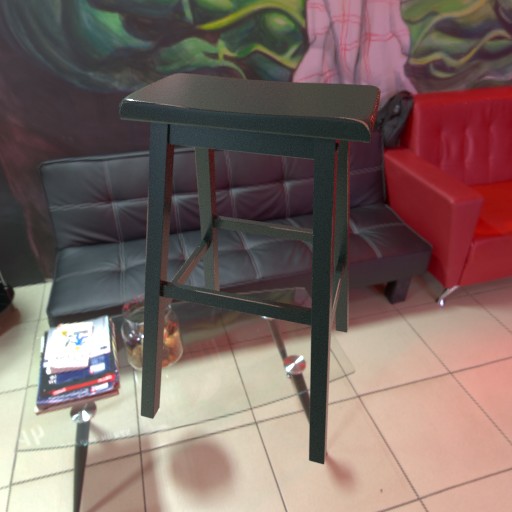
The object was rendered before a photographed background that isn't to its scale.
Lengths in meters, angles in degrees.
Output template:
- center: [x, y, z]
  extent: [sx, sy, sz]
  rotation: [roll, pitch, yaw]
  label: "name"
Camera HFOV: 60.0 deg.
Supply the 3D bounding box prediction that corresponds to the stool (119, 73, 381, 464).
- center: [0.000, 0.000, 1.033]
  extent: [0.457, 0.737, 0.476]
  rotation: [9, 35, 14]
  label: "stool"
